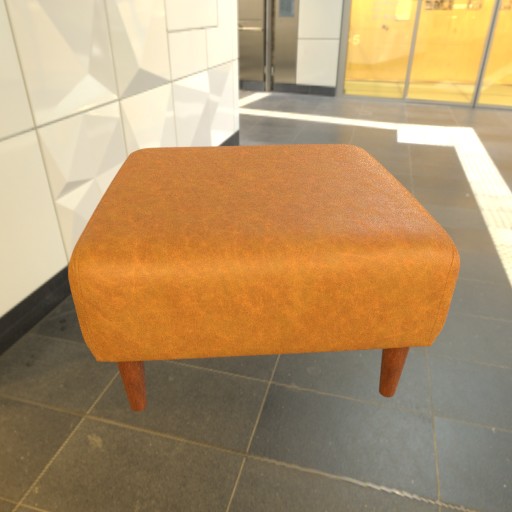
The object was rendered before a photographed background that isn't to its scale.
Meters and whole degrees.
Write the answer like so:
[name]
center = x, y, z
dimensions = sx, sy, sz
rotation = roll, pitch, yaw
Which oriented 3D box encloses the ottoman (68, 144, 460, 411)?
[ottoman]
center = 0.000, 0.000, 1.045
dimensions = 0.650, 0.399, 0.650
rotation = -2, 30, -4
